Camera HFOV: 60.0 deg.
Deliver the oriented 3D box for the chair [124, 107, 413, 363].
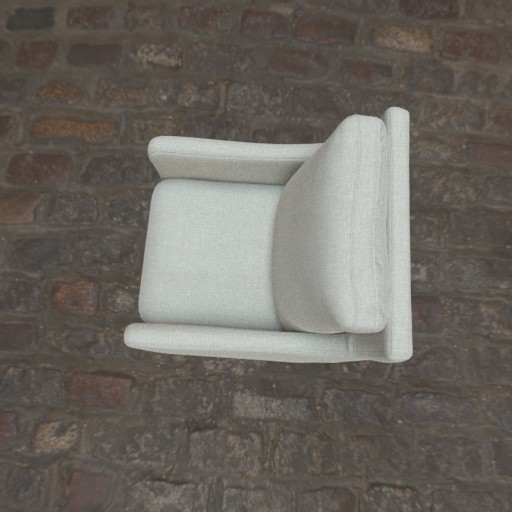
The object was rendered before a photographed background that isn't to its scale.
[{"bbox_3d":[0.000,0.000,1.372,0.694,0.914,0.626,4,77,1],"label":"chair"}]
